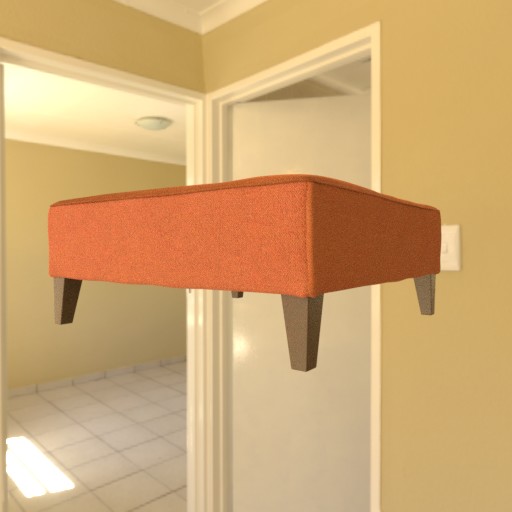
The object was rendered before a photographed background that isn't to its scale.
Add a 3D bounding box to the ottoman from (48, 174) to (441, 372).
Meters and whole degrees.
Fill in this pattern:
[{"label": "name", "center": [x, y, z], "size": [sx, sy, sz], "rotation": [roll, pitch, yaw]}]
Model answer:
[{"label": "ottoman", "center": [0.000, 0.000, 1.545], "size": [0.999, 0.438, 0.997], "rotation": [1, 2, 36]}]
